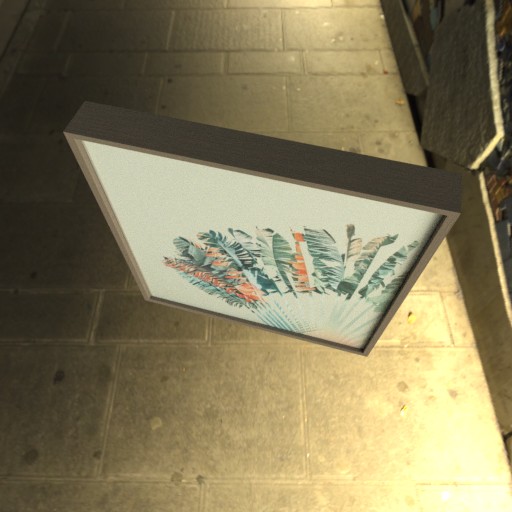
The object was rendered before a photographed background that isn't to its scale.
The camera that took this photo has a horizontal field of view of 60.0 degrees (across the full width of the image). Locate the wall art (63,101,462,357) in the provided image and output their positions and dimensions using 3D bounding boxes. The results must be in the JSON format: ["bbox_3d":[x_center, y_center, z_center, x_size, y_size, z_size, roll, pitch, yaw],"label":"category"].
[{"bbox_3d":[0.000,0.000,0.467,0.304,0.303,0.038,13,59,8],"label":"wall art"}]
